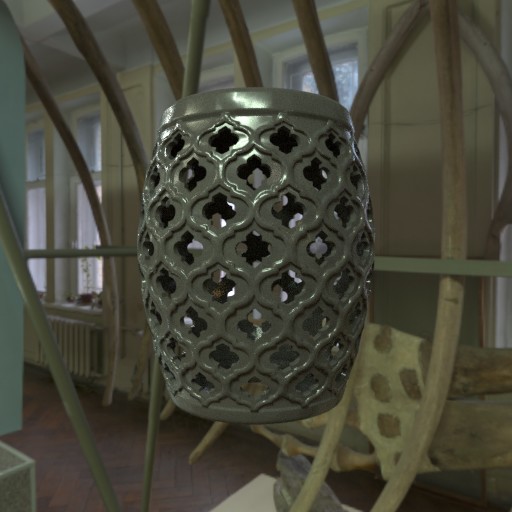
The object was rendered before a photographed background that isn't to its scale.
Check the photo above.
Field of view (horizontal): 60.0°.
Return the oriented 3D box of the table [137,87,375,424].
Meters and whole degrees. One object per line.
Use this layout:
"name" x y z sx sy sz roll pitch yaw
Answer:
"table" 0.000 0.000 0.628 0.325 0.388 0.325 0 1 0
